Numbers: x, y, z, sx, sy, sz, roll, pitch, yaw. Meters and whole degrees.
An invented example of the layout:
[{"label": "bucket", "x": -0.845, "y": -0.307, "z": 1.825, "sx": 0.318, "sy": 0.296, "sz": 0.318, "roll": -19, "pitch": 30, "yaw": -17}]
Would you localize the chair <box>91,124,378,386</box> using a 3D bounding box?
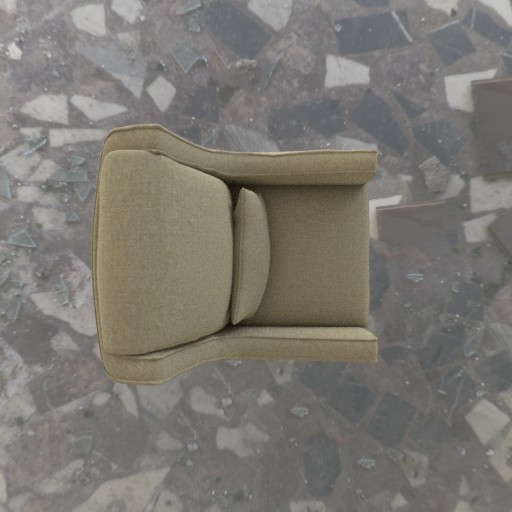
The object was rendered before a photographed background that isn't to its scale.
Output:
[{"label": "chair", "x": 0.000, "y": 0.000, "z": 1.624, "sx": 0.879, "sy": 0.993, "sz": 0.732, "roll": 0, "pitch": 90, "yaw": -1}]
